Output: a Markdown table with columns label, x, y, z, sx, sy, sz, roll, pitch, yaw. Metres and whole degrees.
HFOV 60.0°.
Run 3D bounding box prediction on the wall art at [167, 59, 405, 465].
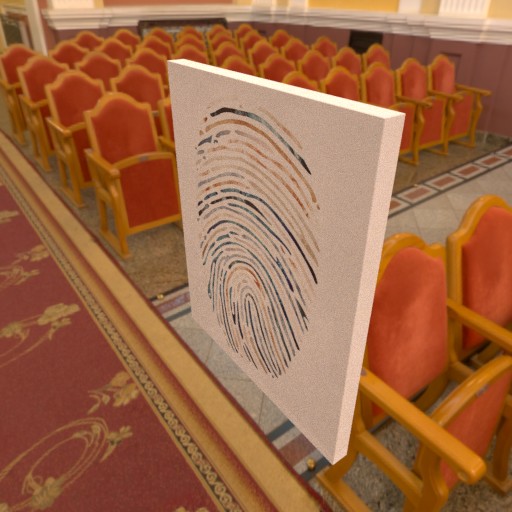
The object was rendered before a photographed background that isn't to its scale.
| label | x | y | z | sx | sy | sz | roll | pitch | yaw |
| --- | --- | --- | --- | --- | --- | --- | --- | --- | --- |
| wall art | 0.000 | 0.000 | 0.809 | 0.037 | 0.606 | 0.508 | -21 | 37 | -30 |
